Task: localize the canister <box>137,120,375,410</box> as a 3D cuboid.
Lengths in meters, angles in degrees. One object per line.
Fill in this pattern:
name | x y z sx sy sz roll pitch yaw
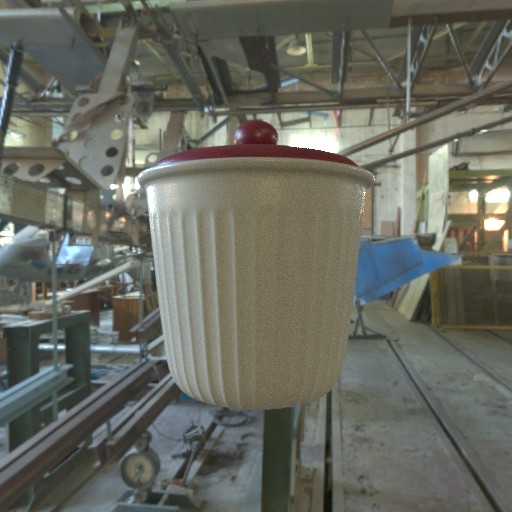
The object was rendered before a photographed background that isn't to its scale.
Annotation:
canister | 0.000 0.000 0.350 0.181 0.211 0.181 0 1 0
